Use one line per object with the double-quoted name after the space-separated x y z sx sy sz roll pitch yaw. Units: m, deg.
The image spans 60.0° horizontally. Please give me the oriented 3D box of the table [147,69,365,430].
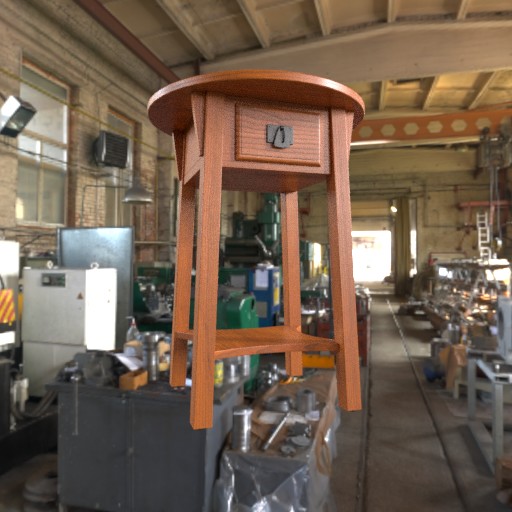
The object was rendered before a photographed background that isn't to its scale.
0.000 0.000 0.955 0.457 0.610 0.457 0 -1 0 "table"
